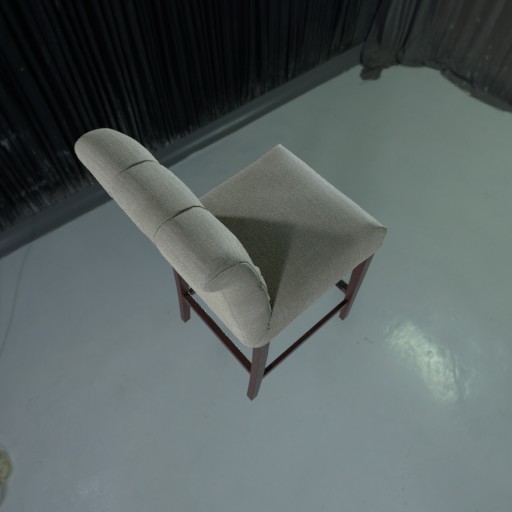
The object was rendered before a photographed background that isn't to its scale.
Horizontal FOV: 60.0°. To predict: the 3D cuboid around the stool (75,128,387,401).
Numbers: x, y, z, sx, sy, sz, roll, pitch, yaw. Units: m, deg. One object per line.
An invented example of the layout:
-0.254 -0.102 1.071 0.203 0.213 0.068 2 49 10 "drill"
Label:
0.000 0.000 1.405 0.660 1.084 0.486 -37 65 -20 "stool"
